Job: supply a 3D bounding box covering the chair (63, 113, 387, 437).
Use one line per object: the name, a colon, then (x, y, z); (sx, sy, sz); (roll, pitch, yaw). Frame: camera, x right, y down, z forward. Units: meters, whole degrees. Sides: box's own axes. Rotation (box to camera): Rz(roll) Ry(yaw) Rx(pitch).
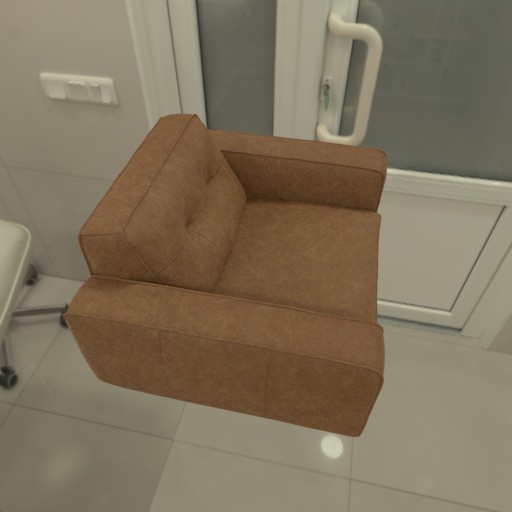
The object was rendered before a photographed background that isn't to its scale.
chair: (0.000, 0.000, 1.716); (0.952, 0.782, 1.118); (9, 47, 8)
